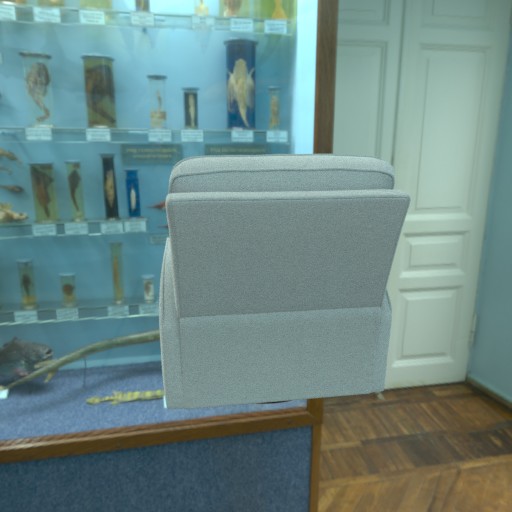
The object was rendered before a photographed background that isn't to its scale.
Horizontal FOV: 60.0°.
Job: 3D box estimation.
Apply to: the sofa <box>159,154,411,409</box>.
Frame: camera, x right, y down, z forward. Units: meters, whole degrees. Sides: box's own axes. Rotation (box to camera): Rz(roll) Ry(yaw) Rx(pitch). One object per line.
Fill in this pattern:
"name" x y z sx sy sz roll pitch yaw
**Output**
"sofa" 0.000 0.000 2.104 0.861 0.959 1.472 -2 14 -8
